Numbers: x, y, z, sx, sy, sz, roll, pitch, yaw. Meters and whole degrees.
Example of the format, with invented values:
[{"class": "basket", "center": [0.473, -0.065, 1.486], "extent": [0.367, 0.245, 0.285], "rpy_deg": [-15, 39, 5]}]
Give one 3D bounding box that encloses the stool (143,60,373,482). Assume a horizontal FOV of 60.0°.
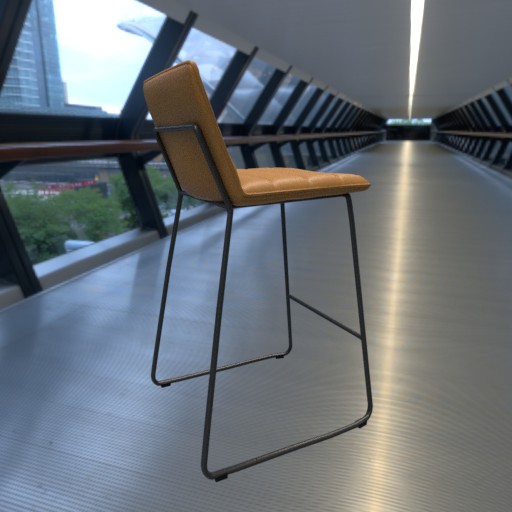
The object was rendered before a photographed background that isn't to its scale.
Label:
[{"class": "stool", "center": [0.000, 0.000, 1.238], "extent": [0.524, 0.936, 0.489], "rpy_deg": [-7, 16, -26]}]
